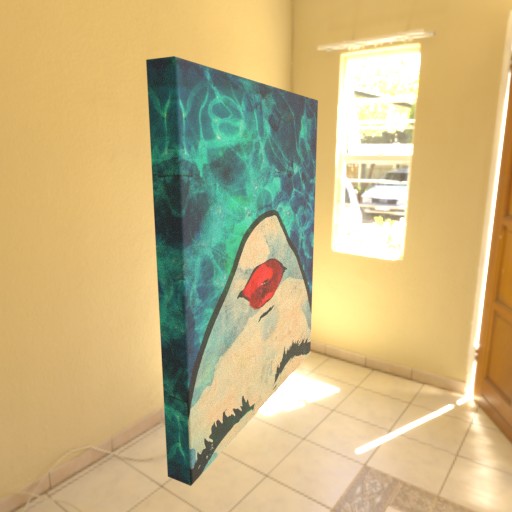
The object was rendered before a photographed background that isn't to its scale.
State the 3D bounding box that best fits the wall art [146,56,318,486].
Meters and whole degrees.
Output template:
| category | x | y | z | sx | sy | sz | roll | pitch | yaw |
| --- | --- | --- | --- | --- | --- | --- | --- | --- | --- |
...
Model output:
| category | x | y | z | sx | sy | sz | roll | pitch | yaw |
| --- | --- | --- | --- | --- | --- | --- | --- | --- | --- |
| wall art | 0.000 | 0.000 | 0.701 | 0.038 | 0.508 | 0.432 | 7 | 15 | 26 |
